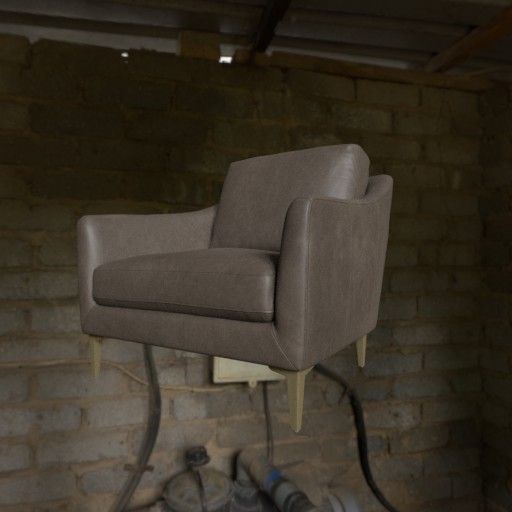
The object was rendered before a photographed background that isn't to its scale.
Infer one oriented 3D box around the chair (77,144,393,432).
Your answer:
[{"bbox_3d":[0.000,0.000,1.731,0.988,0.901,0.961,0,0,36],"label":"chair"}]
